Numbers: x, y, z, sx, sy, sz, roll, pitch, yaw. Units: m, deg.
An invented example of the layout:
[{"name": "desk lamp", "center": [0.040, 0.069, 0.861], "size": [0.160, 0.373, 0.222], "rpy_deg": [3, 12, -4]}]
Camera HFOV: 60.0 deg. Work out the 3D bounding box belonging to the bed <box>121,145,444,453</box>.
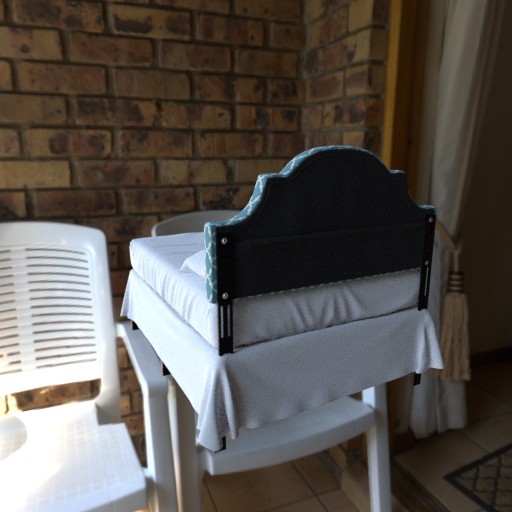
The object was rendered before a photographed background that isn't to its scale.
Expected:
[{"name": "bed", "center": [0.000, 0.000, 3.420], "size": [1.780, 1.633, 2.222], "rpy_deg": [-7, 15, -27]}]
